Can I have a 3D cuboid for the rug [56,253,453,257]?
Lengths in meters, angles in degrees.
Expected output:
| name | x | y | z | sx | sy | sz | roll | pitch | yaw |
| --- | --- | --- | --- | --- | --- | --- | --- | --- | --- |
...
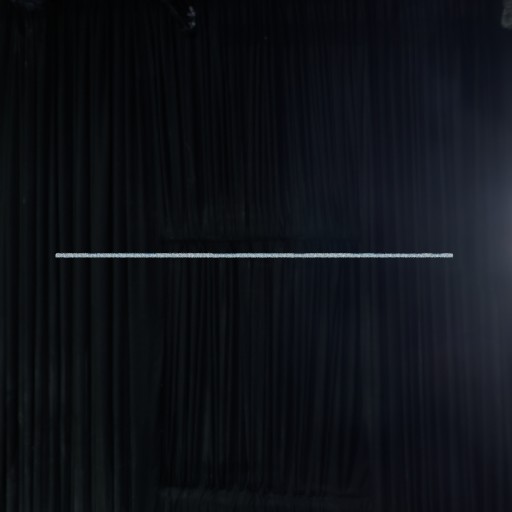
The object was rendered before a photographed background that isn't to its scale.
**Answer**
| name | x | y | z | sx | sy | sz | roll | pitch | yaw |
| --- | --- | --- | --- | --- | --- | --- | --- | --- | --- |
| rug | 0.000 | 0.000 | 2.906 | 1.518 | 0.015 | 2.438 | 0 | 0 | 0 |
